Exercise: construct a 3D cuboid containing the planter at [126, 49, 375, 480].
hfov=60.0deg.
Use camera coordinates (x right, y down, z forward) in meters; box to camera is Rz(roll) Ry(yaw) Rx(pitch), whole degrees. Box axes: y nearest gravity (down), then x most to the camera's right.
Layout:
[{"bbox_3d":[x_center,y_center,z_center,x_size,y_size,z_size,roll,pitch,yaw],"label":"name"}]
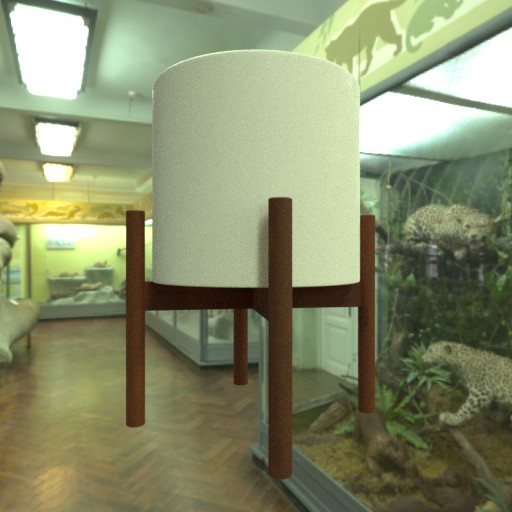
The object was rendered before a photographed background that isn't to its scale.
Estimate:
[{"bbox_3d":[0.000,0.000,0.491,0.224,0.358,0.224,0,0,36],"label":"planter"}]
